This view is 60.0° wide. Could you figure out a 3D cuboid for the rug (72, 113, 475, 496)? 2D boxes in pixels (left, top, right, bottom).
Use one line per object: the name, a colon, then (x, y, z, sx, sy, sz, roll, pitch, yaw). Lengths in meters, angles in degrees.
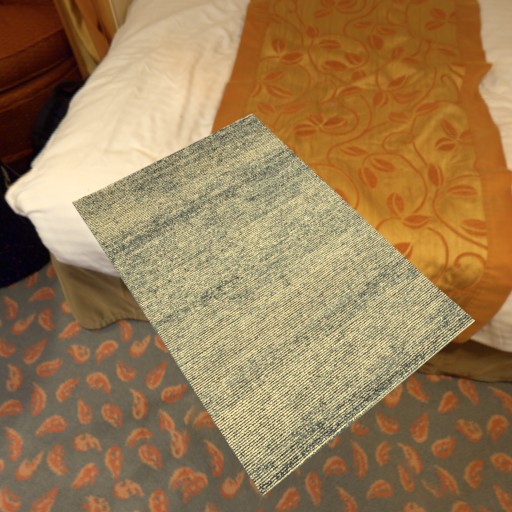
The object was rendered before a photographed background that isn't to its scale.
rug: (0.000, 0.000, 2.969, 1.624, 0.030, 2.349, -31, 63, -18)
